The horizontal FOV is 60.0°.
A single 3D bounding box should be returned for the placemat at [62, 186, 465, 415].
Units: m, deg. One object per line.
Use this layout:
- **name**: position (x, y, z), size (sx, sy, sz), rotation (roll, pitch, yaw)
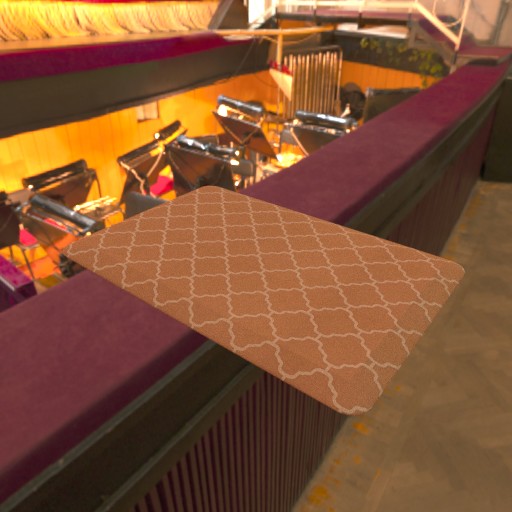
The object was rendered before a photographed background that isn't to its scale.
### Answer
- **placemat**: position (0.000, 0.000, 0.974), size (0.762, 0.021, 0.508), rotation (22, 37, 32)
